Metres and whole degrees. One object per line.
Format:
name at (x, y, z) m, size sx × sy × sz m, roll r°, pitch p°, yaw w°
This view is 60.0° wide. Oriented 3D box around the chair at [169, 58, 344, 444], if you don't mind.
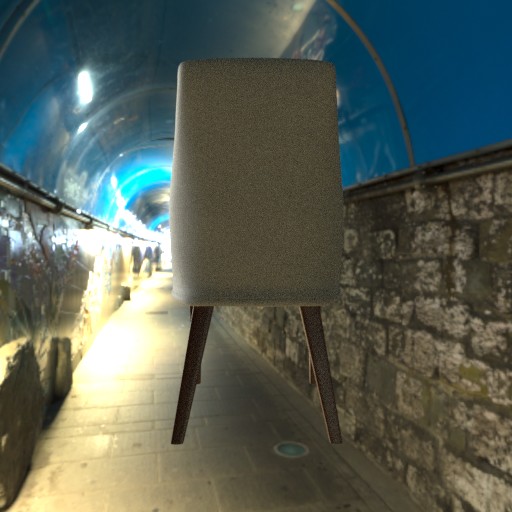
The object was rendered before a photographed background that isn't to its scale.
chair at (0.000, 0.000, 1.309) m, size 0.500 × 0.930 × 0.620 m, roll 0°, pitch 0°, yaw -1°
